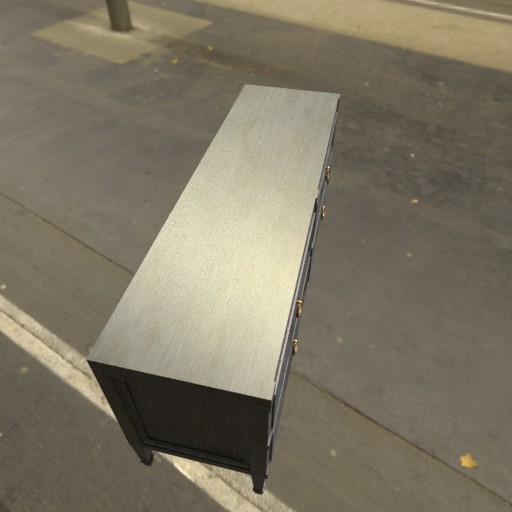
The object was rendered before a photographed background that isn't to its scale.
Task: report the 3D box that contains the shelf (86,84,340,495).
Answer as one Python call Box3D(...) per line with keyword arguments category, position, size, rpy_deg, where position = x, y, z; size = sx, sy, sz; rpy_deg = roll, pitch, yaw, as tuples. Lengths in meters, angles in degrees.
Box3D(category="shelf", position=(0.000, 0.000, 1.835), size=(0.479, 0.719, 1.575), rpy_deg=(10, 46, 9))
